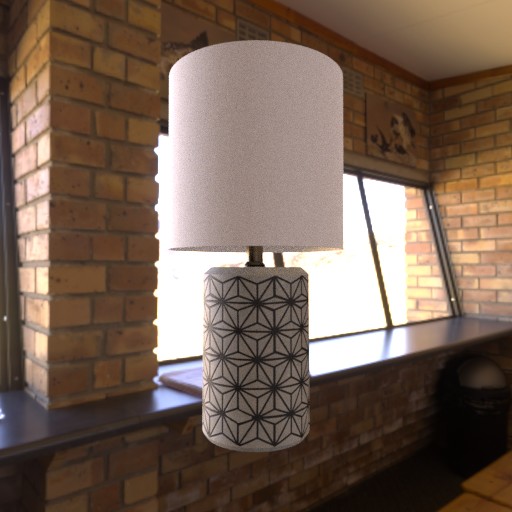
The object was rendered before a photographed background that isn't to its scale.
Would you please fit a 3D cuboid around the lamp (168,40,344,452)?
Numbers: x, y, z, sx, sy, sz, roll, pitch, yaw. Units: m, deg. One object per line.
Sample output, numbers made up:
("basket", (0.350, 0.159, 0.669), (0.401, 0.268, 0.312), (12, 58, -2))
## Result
("lamp", (0.000, 0.000, 0.530), (0.206, 0.416, 0.206), (0, -2, 18))
